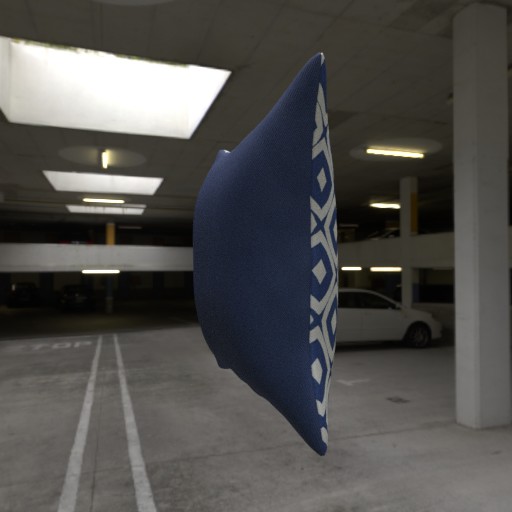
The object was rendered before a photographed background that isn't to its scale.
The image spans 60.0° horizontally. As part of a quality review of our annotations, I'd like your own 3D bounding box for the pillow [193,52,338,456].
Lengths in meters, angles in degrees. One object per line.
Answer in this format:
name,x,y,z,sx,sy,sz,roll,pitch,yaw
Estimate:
pillow,0.000,0.000,0.776,0.188,0.494,0.504,0,-1,-19
